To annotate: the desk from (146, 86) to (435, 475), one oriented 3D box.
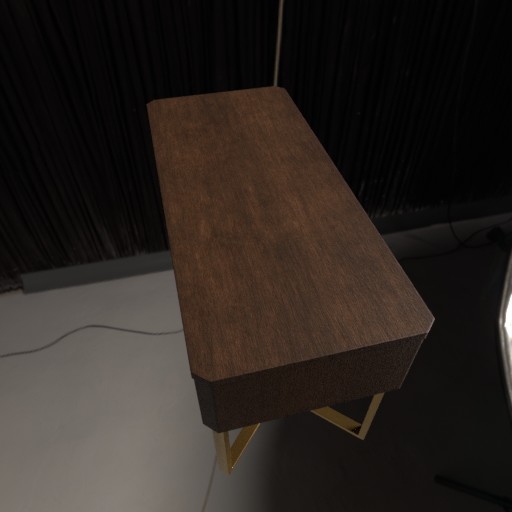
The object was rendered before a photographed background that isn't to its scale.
[{"bbox_3d":[0.000,0.000,1.889,0.684,0.762,1.479,-10,47,-10],"label":"desk"}]
